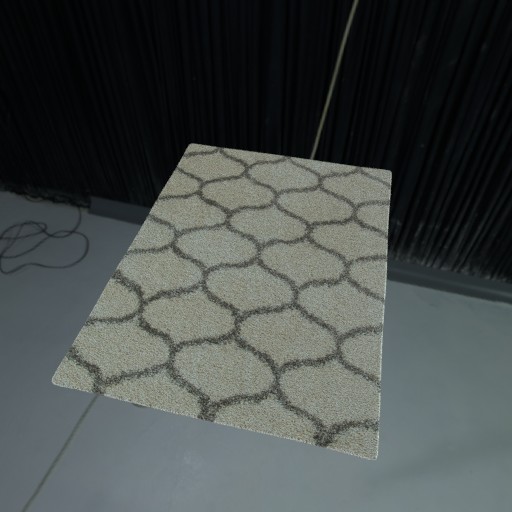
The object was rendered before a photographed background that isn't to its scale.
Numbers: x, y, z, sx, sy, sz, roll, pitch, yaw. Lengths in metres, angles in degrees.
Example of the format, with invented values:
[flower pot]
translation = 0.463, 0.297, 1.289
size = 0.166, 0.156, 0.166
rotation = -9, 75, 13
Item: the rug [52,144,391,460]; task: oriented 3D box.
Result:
[rug]
translation = 0.000, 0.000, 2.080
size = 1.200, 0.025, 1.600
rotation = 10, 49, 9
